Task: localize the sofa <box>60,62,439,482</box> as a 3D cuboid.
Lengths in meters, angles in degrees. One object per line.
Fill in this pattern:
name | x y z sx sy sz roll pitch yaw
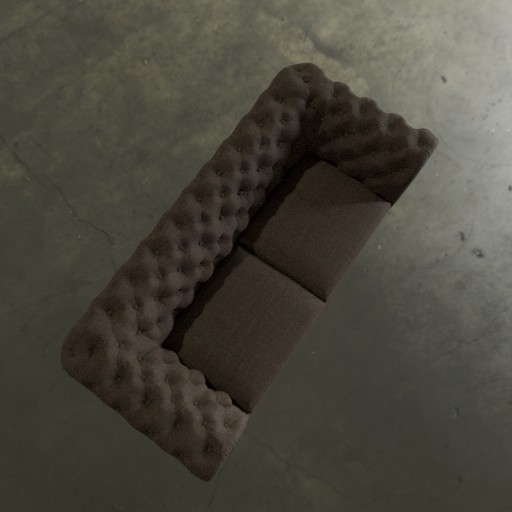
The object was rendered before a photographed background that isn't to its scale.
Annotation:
sofa | 0.000 0.000 2.462 0.944 0.780 2.048 35 78 9
